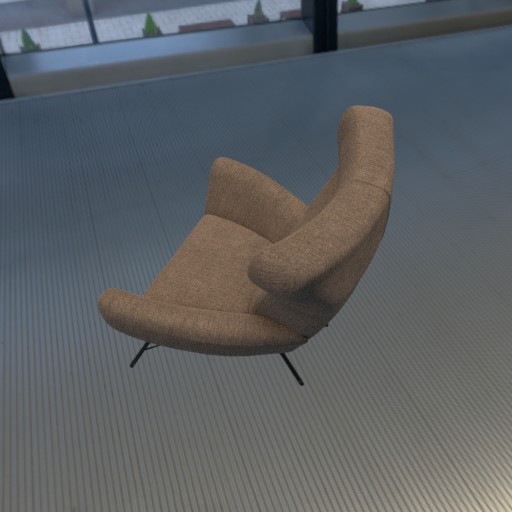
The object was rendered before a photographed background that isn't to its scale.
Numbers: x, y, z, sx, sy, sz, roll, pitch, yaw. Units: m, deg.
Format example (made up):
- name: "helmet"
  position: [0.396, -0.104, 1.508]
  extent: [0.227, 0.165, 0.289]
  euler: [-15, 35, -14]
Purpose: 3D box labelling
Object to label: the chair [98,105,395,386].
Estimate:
- name: "chair"
  position: [0.000, 0.000, 1.770]
  extent: [0.900, 1.040, 0.980]
  euler: [18, 50, 16]
